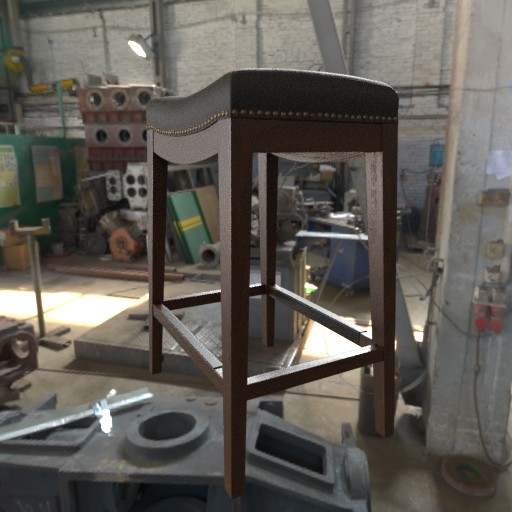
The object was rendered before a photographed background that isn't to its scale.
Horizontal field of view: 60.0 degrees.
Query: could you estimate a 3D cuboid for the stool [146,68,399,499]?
[{"bbox_3d":[0.000,0.000,0.924,0.353,0.664,0.490,-7,15,-27],"label":"stool"}]
